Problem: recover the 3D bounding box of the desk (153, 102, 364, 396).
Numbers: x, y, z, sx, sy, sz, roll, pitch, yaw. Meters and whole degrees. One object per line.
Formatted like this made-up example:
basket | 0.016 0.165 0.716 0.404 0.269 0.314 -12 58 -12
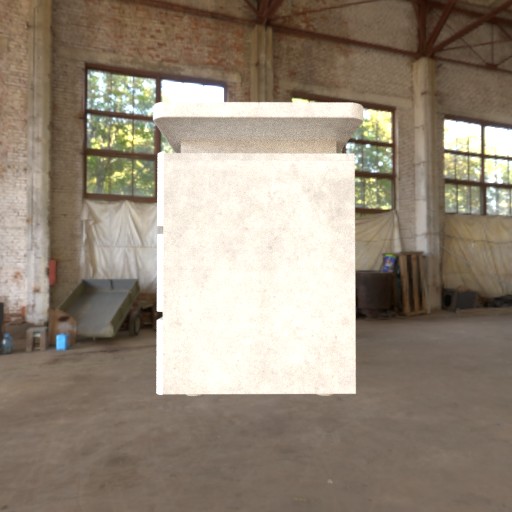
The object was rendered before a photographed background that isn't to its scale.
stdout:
desk | 0.000 0.000 1.818 0.550 0.755 1.400 0 -1 -1
